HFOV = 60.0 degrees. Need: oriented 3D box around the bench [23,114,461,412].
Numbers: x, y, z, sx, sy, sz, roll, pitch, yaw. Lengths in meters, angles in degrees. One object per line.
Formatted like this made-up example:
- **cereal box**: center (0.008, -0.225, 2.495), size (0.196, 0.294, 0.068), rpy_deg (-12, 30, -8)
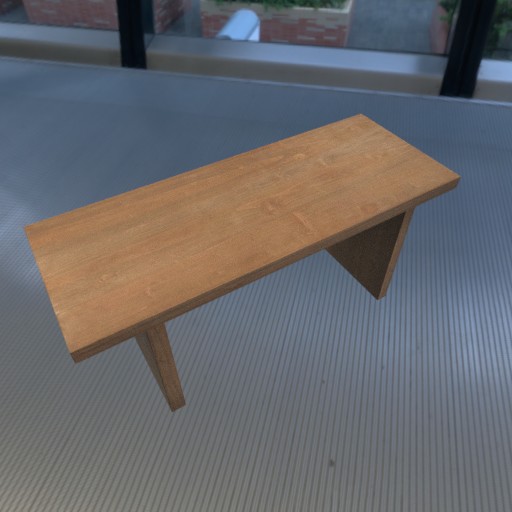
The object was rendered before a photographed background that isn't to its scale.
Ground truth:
- **bench**: center (0.000, 0.000, 1.432), size (1.183, 0.458, 0.458), rpy_deg (-24, 50, -21)
